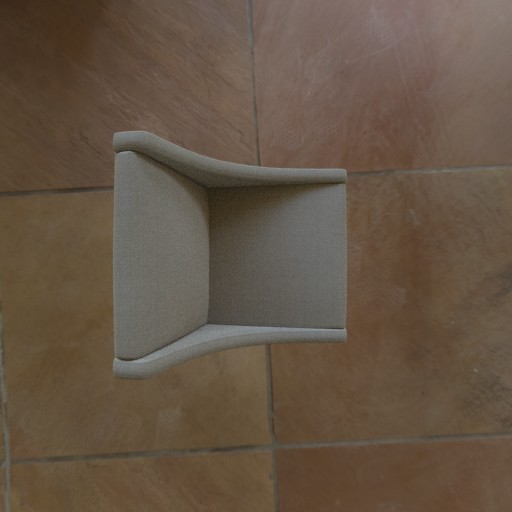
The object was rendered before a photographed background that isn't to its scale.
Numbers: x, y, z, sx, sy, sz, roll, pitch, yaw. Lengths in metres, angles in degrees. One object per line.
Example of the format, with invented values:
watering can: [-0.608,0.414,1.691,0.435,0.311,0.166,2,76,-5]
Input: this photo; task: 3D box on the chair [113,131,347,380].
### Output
chair: [0.000,0.000,1.432,0.611,1.021,0.575,0,90,0]
